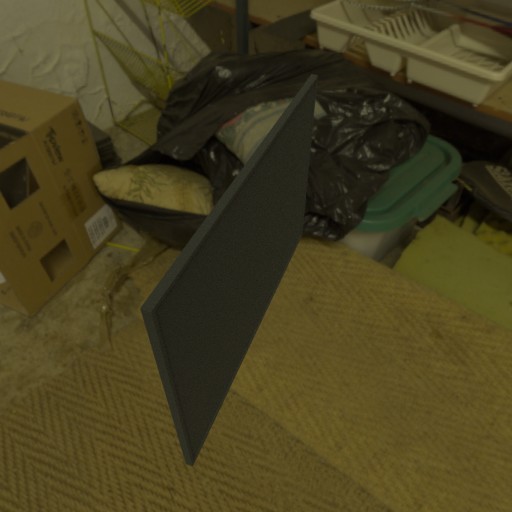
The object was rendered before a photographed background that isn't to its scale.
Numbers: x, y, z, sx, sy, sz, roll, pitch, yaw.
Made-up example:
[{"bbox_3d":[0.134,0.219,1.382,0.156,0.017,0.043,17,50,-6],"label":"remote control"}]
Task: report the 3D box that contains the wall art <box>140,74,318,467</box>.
[{"bbox_3d":[0.000,0.000,1.541,0.028,0.805,1.190,15,47,15],"label":"wall art"}]
